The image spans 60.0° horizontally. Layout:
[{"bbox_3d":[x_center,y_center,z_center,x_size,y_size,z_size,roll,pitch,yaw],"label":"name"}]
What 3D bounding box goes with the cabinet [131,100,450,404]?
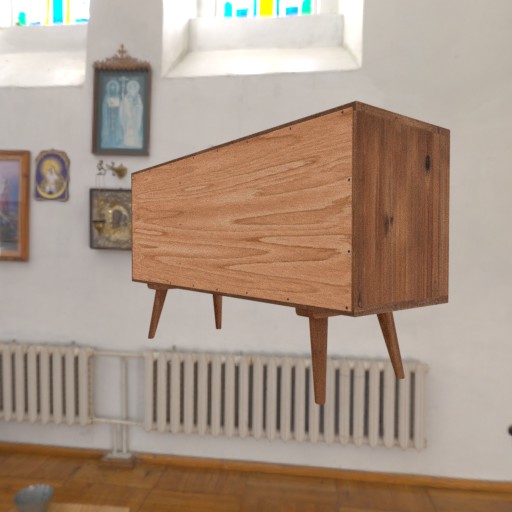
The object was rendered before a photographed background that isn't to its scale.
[{"bbox_3d":[0.000,0.000,1.796,0.472,0.800,1.400,-1,2,-38],"label":"cabinet"}]
